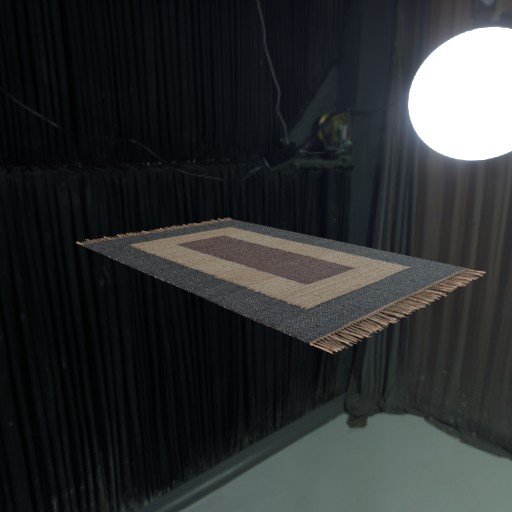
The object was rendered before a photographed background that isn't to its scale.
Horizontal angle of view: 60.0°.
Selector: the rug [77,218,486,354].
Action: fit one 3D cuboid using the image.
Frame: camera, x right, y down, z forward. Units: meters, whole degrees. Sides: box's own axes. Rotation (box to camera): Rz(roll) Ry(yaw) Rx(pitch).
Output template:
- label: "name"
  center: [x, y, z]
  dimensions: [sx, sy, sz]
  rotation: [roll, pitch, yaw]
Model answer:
- label: "rug"
  center: [0.000, 0.000, 2.475]
  dimensions: [1.224, 0.027, 2.021]
  rotation: [-14, 21, -41]
